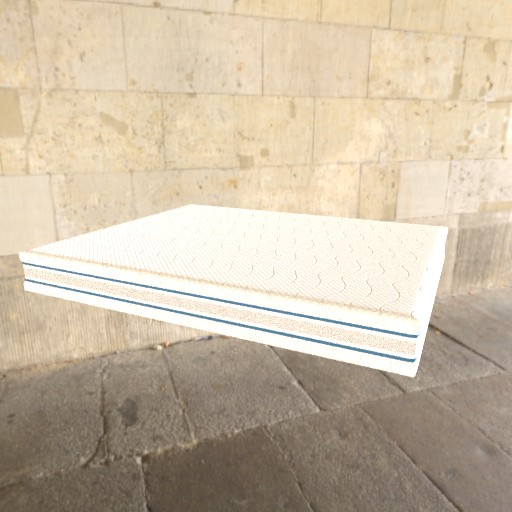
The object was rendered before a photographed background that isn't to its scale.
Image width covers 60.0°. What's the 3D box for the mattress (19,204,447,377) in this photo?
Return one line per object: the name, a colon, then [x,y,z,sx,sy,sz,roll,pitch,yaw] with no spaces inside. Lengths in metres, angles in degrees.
mattress: [0.000,0.000,2.628,2.000,0.230,1.600,8,18,24]
